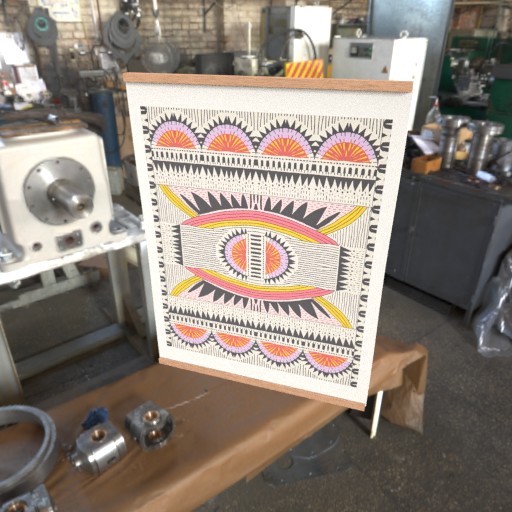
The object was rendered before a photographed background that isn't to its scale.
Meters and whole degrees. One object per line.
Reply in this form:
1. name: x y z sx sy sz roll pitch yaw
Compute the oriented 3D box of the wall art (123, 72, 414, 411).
1. wall art: 0.000 0.000 1.350 0.765 1.016 0.028 8 28 16
